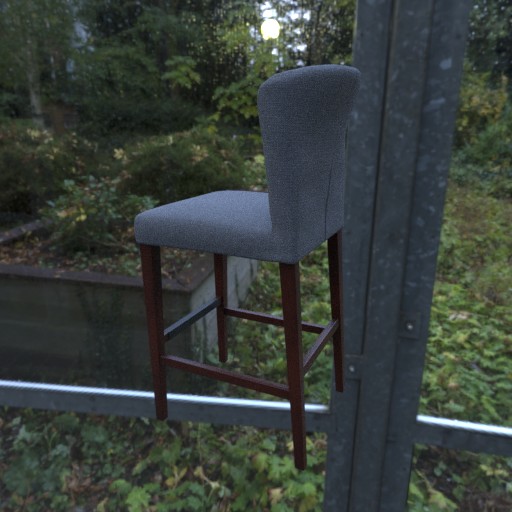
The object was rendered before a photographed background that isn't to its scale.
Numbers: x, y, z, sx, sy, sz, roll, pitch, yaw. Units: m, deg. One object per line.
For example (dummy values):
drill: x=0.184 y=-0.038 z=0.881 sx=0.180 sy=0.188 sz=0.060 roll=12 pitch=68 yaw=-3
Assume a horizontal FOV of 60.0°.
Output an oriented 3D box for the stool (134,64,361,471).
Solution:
stool: x=0.000 y=0.000 z=1.383 sx=0.568 sy=1.069 sz=0.486 roll=8 pitch=18 yaw=24
